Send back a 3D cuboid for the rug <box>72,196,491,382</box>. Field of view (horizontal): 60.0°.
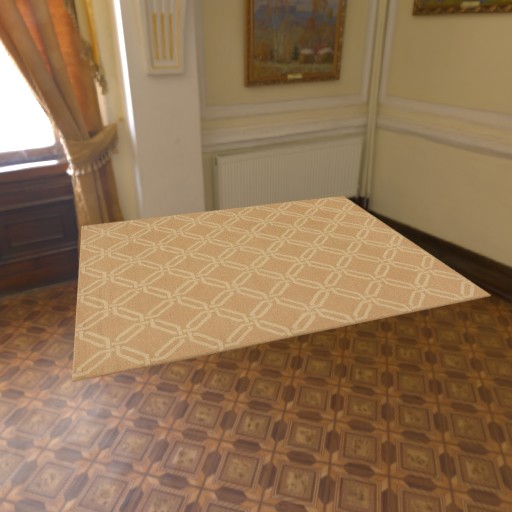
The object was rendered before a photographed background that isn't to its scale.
[{"bbox_3d":[0.000,0.000,3.831,2.895,0.018,2.288,-8,28,-16],"label":"rug"}]
